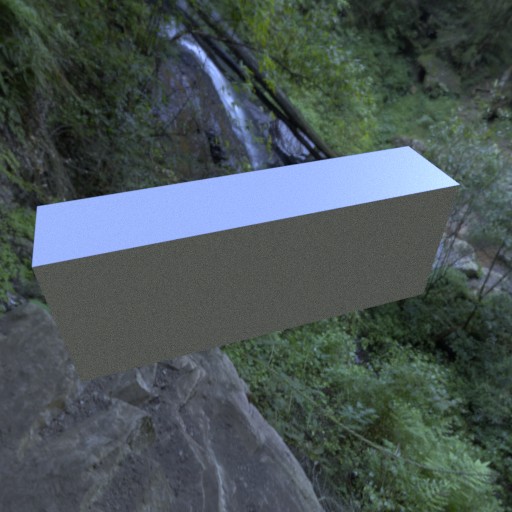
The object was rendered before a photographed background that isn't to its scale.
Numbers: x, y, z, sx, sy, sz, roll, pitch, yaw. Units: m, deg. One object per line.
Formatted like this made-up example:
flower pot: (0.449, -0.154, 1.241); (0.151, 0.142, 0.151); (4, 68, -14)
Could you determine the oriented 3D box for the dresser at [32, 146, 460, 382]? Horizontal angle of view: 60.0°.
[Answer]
dresser: (0.000, 0.000, 2.625); (2.200, 0.840, 0.500); (-12, 41, -14)
